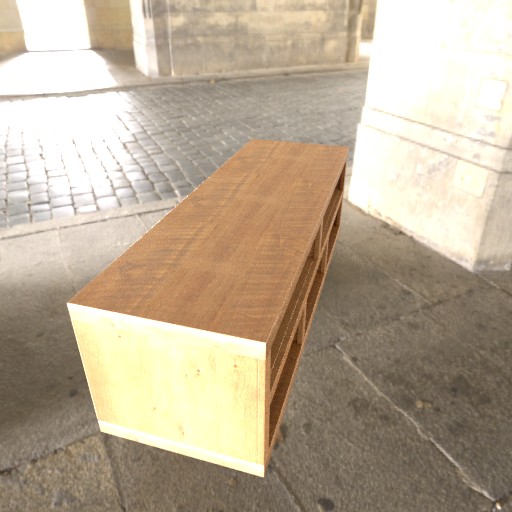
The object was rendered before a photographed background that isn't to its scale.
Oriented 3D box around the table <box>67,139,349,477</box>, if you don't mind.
[{"bbox_3d":[0.000,0.000,1.743,0.499,0.491,1.499,9,31,15],"label":"table"}]
